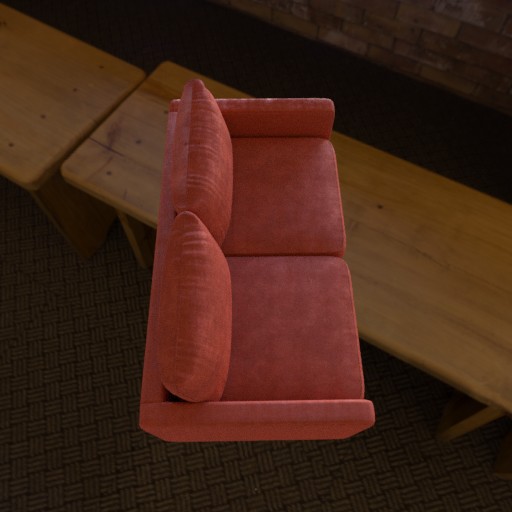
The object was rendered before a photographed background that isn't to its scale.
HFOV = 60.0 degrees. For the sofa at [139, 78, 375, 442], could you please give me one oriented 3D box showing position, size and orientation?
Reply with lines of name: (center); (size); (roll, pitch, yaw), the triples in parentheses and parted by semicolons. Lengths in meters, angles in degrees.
sofa: (0.000, 0.000, 2.091); (0.864, 0.896, 1.574); (-1, 62, -1)
